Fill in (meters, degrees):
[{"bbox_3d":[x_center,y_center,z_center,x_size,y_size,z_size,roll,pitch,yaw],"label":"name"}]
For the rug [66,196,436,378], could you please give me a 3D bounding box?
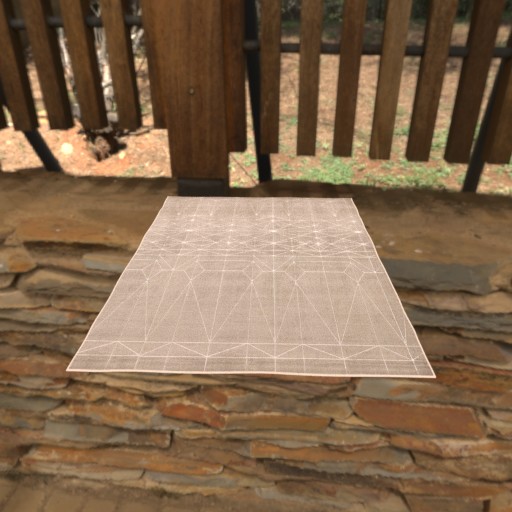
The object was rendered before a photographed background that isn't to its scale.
[{"bbox_3d":[0.000,0.000,4.397,2.449,0.019,3.357,1,28,1],"label":"rug"}]
